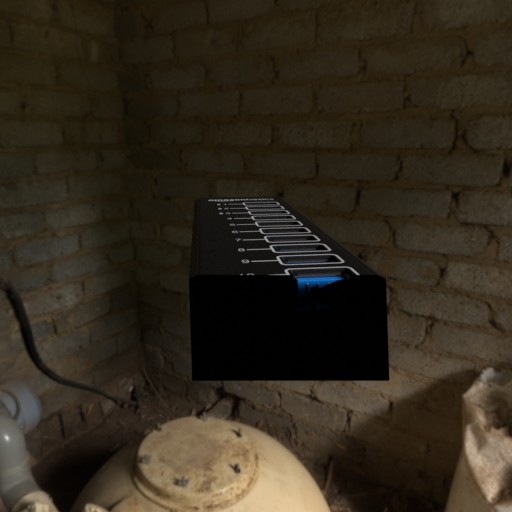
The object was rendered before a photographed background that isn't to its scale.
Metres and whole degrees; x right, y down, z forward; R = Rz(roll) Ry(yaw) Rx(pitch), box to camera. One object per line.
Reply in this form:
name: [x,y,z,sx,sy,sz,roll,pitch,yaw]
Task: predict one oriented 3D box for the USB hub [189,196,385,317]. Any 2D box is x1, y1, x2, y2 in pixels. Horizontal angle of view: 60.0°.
USB hub: [0.000,0.000,0.159,0.044,0.023,0.145,-2,16,-7]
